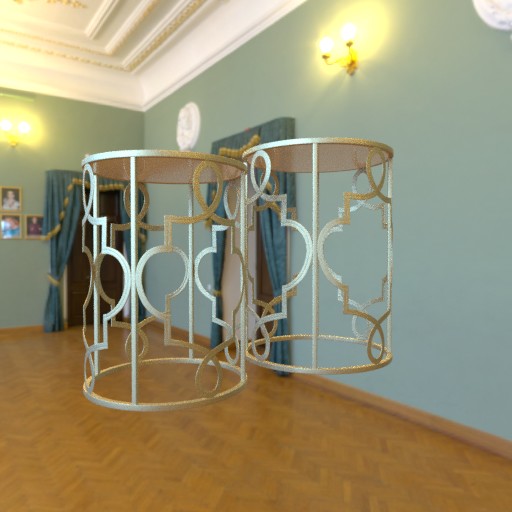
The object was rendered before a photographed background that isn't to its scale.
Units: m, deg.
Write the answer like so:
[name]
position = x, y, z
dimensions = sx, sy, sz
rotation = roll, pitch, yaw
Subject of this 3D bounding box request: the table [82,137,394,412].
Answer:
[table]
position = 0.000, 0.000, 1.138
dimensions = 0.846, 0.564, 0.420
rotation = -1, 1, -36
